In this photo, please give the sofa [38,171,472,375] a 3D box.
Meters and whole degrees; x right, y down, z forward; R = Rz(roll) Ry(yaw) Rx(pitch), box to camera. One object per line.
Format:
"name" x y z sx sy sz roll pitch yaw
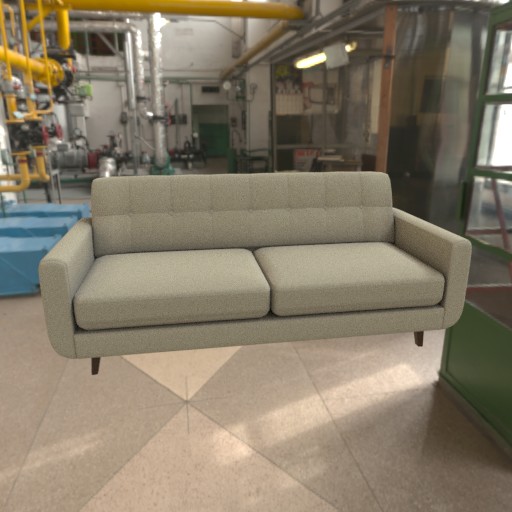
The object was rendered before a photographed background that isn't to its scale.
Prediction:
"sofa" 0.000 0.000 2.625 2.137 0.892 0.980 -3 18 -9
